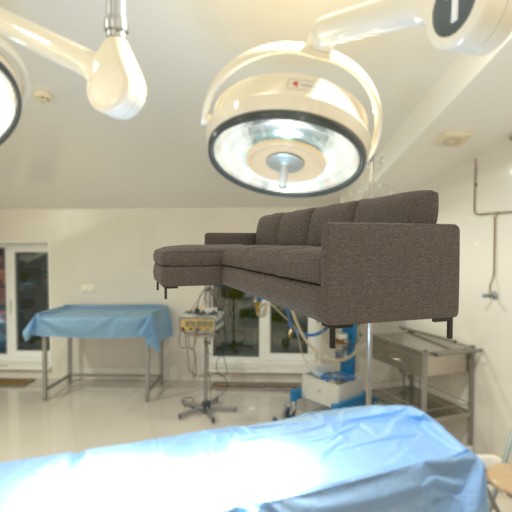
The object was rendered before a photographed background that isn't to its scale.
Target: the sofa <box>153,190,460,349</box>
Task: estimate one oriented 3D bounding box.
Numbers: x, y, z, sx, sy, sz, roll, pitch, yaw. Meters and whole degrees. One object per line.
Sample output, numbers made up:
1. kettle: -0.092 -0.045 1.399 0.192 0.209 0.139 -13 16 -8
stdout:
1. sofa: 0.000 0.000 3.269 1.258 0.754 2.731 -1 2 -18
